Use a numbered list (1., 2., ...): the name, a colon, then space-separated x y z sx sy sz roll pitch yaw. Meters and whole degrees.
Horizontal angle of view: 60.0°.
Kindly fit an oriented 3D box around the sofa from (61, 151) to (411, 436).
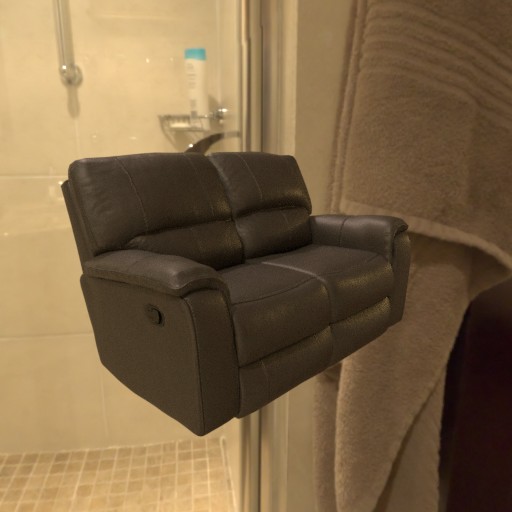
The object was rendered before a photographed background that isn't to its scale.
1. sofa: 0.000 0.000 2.442 1.104 1.111 1.765 13 19 42
